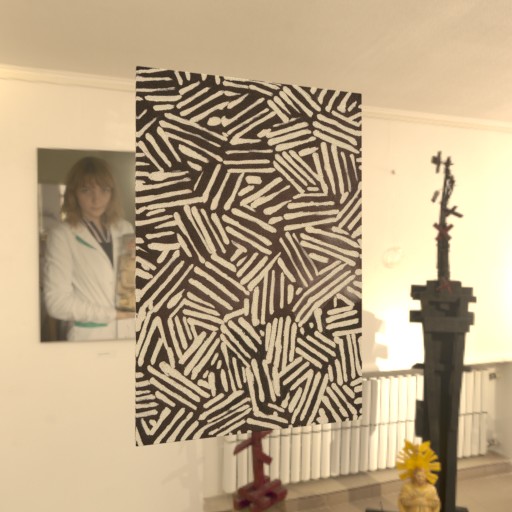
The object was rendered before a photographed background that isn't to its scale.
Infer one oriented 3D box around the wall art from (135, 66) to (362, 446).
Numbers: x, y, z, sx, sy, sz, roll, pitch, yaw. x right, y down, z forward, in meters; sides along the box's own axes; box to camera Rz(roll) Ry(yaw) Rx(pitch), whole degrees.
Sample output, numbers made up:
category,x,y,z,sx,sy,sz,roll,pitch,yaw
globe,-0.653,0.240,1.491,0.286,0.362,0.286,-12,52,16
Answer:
category,x,y,z,sx,sy,sz,roll,pitch,yaw
wall art,0.000,0.000,1.172,0.615,0.918,0.035,0,0,-17
